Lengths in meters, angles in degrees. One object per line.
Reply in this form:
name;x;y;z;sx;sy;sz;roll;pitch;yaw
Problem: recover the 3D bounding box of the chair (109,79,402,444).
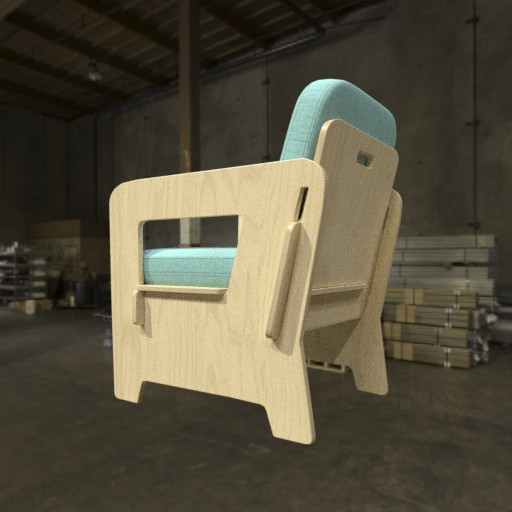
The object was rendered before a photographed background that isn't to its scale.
chair;0.000;0.000;1.288;0.710;0.800;0.590;0;0;37
